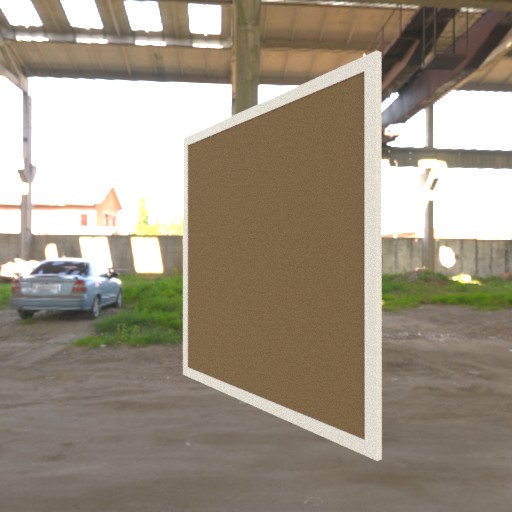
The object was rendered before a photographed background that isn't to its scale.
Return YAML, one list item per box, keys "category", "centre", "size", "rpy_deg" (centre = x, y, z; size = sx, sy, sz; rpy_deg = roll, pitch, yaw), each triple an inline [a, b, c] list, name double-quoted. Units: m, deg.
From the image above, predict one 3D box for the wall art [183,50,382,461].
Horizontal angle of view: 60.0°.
- category: "wall art"
  centre: [0.000, 0.000, 1.205]
  size: [0.015, 0.812, 0.812]
  rpy_deg: [0, 0, -37]
